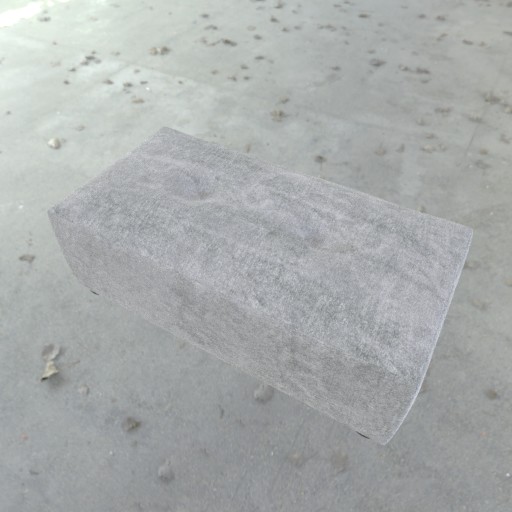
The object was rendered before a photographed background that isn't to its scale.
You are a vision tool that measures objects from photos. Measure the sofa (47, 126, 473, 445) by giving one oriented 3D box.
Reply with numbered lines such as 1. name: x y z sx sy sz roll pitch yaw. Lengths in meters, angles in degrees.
1. sofa: 0.000 0.000 1.139 0.930 0.330 0.480 23 51 20
